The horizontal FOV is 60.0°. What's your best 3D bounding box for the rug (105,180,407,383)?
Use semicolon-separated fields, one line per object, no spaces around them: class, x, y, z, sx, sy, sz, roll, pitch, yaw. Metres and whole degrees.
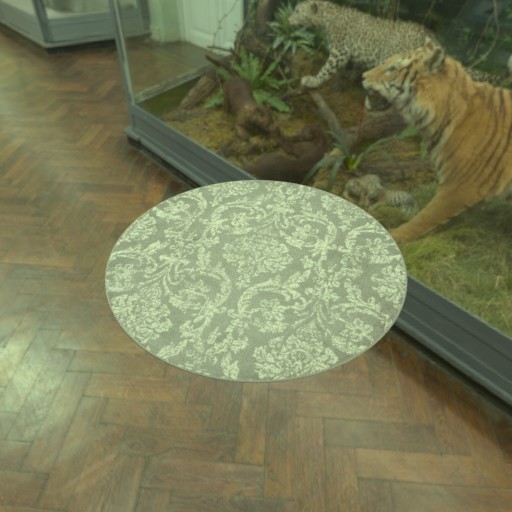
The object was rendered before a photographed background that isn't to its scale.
rug;0.000;0.000;2.410;1.593;0.012;1.593;0;40;0
